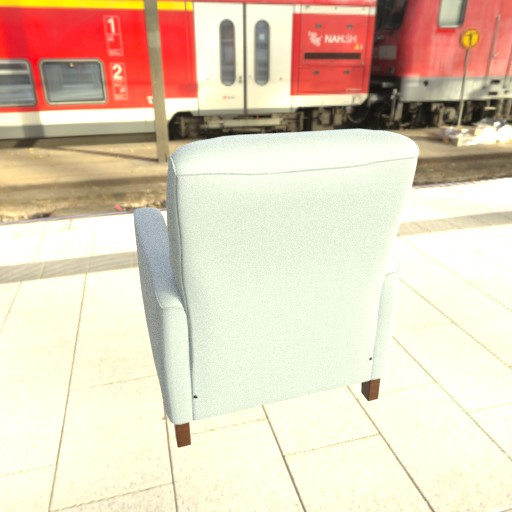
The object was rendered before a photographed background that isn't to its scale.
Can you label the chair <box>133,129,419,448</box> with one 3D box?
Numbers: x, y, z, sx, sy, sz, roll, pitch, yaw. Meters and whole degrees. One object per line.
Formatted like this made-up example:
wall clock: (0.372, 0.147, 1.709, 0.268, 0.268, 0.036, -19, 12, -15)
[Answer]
chair: (0.000, 0.000, 1.658, 0.853, 1.007, 0.846, -7, 26, -16)
